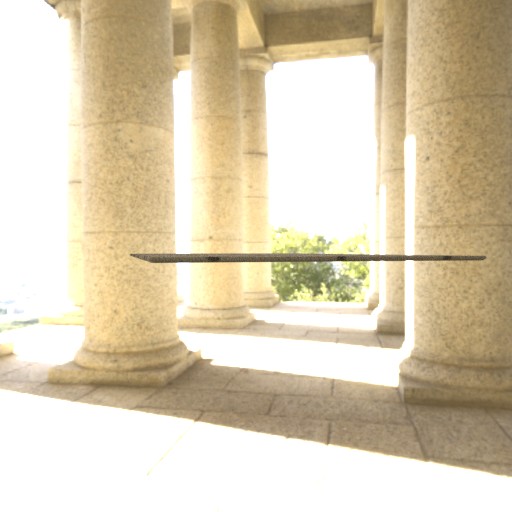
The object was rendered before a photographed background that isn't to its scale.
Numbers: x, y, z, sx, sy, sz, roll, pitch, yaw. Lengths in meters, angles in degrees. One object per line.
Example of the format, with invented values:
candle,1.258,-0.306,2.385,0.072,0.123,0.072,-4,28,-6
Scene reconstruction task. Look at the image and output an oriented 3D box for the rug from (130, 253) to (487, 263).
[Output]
rug,0.000,0.000,3.426,1.801,0.026,2.701,0,1,-18
